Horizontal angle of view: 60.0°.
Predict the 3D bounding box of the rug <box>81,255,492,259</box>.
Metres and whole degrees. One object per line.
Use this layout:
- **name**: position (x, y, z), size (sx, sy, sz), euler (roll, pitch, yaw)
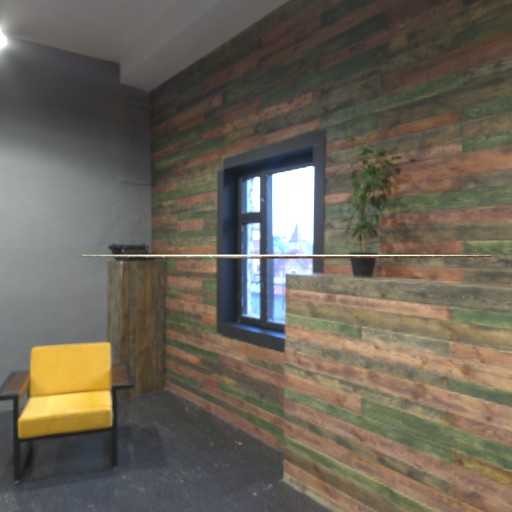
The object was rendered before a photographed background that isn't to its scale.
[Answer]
- **rug**: position (0.000, 0.000, 2.741), size (1.524, 0.010, 2.134), euler (0, 0, -36)
